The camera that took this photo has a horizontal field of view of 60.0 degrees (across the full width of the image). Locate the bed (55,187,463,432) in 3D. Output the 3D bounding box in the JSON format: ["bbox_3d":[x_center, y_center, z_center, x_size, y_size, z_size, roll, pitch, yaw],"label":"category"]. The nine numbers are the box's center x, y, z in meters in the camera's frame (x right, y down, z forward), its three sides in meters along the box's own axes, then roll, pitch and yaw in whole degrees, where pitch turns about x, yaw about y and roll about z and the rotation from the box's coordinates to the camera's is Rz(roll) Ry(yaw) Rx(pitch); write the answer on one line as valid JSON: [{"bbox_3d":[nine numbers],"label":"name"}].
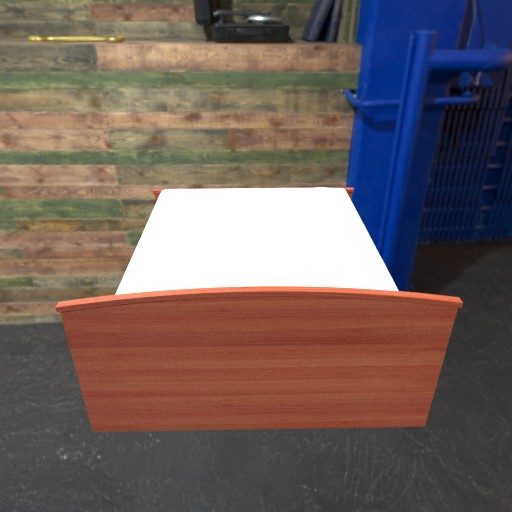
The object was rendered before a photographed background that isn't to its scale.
[{"bbox_3d":[0.000,0.000,2.895,1.683,0.848,2.053,-1,30,-1],"label":"bed"}]
